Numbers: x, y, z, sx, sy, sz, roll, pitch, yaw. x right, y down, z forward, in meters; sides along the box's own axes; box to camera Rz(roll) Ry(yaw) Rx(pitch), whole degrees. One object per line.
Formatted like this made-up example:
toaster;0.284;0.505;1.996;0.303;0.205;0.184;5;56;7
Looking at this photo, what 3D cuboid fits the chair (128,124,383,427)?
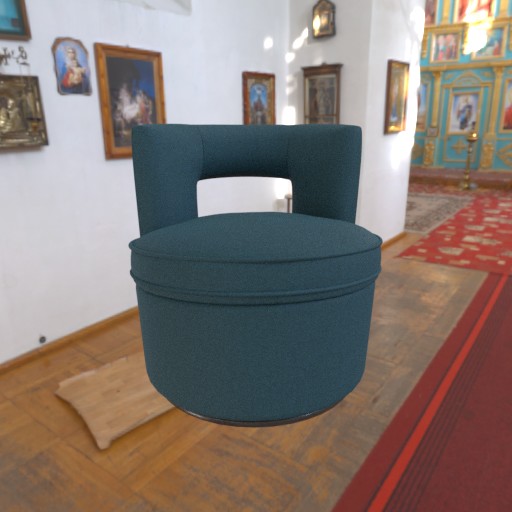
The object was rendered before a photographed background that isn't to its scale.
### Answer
chair;0.000;0.000;1.239;0.684;0.711;0.660;-2;16;-8
